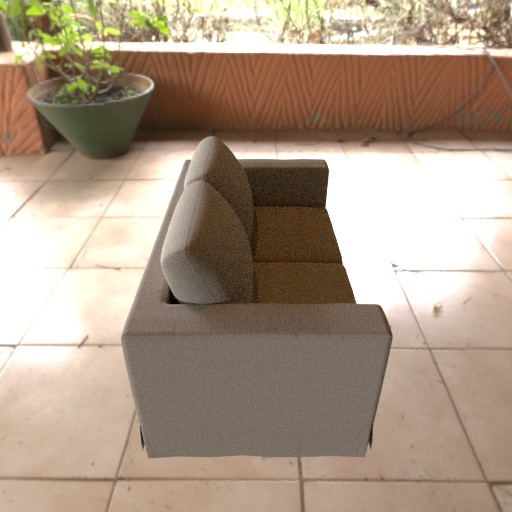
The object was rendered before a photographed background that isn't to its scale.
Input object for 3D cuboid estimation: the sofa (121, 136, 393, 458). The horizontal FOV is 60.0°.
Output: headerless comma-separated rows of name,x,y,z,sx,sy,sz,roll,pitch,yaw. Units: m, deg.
sofa,0.000,0.000,2.446,1.009,0.932,1.813,0,33,0
